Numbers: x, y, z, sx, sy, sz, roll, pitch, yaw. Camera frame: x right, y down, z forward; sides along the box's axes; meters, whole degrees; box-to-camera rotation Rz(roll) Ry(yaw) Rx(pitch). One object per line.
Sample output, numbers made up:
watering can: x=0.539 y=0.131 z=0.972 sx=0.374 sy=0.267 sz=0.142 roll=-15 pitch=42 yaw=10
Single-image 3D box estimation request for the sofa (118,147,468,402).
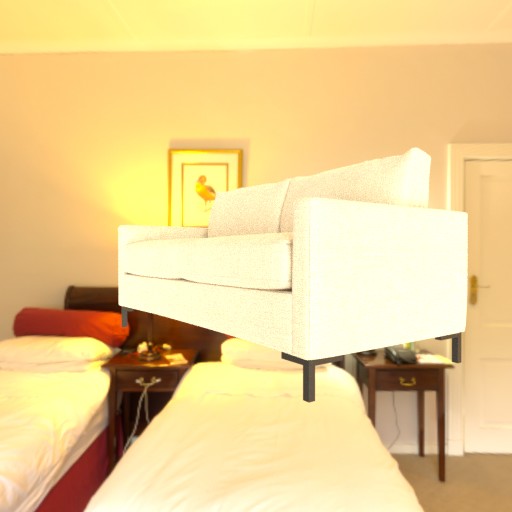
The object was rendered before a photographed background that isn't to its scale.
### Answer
sofa: x=0.000 y=0.000 z=2.101 sx=0.839 sy=0.812 sz=1.651 roll=0 pitch=1 yaw=-36
